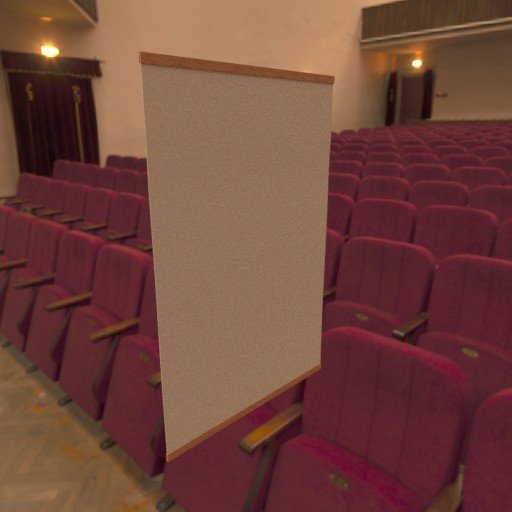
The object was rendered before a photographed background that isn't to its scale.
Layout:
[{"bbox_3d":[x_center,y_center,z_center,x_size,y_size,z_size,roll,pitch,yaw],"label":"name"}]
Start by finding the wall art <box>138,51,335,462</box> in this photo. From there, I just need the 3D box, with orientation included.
[{"bbox_3d":[0.000,0.000,1.925,1.019,1.527,0.019,-16,23,-43],"label":"wall art"}]
